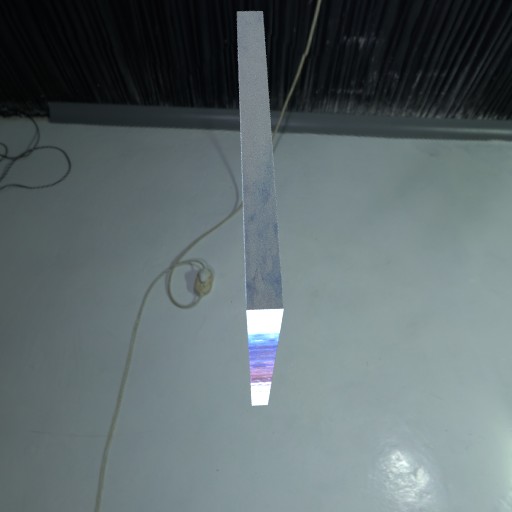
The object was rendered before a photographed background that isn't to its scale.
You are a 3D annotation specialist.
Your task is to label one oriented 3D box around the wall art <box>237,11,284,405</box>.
[{"bbox_3d":[0.000,0.000,1.086,0.048,0.874,0.583,-2,64,-1],"label":"wall art"}]
